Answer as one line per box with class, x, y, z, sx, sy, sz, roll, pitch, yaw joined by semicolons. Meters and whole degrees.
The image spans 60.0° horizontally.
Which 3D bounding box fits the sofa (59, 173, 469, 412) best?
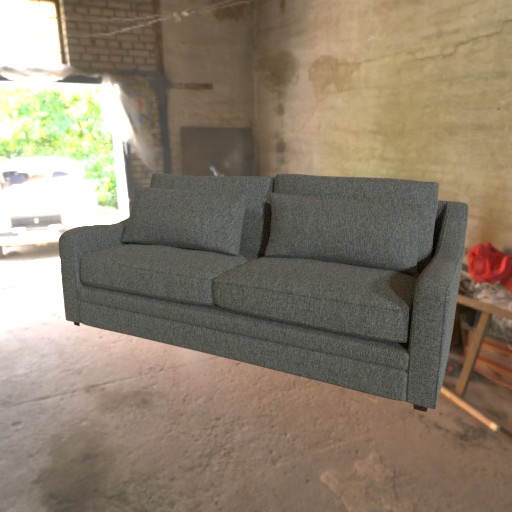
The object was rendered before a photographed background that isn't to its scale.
sofa;0.000;0.000;2.858;2.418;0.998;1.103;7;17;24
